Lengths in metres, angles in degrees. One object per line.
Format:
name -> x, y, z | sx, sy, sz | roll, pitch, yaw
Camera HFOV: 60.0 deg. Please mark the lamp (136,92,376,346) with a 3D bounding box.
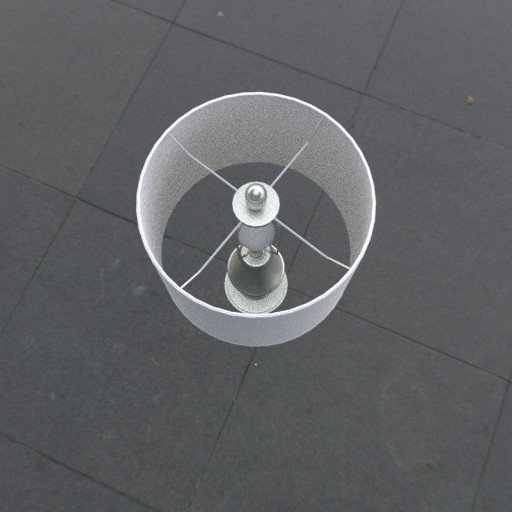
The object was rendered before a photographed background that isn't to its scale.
lamp -> 0.000, 0.000, 0.944 | 0.383, 0.733, 0.383 | 0, 76, 0
